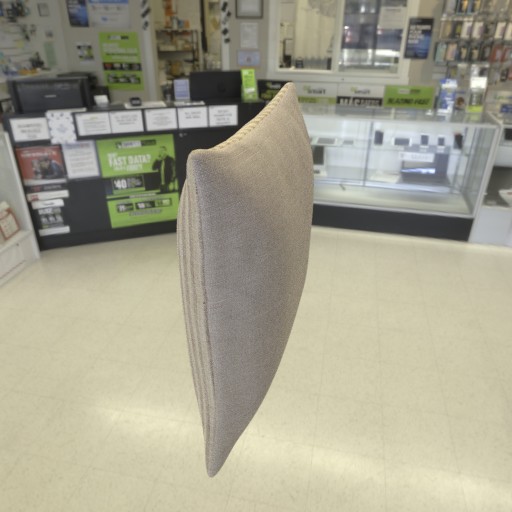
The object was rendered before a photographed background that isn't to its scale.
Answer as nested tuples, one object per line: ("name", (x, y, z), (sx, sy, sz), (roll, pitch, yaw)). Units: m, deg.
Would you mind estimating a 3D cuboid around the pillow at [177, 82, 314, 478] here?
("pillow", (0.000, 0.000, 0.777), (0.166, 0.510, 0.523), (7, 30, 13))
